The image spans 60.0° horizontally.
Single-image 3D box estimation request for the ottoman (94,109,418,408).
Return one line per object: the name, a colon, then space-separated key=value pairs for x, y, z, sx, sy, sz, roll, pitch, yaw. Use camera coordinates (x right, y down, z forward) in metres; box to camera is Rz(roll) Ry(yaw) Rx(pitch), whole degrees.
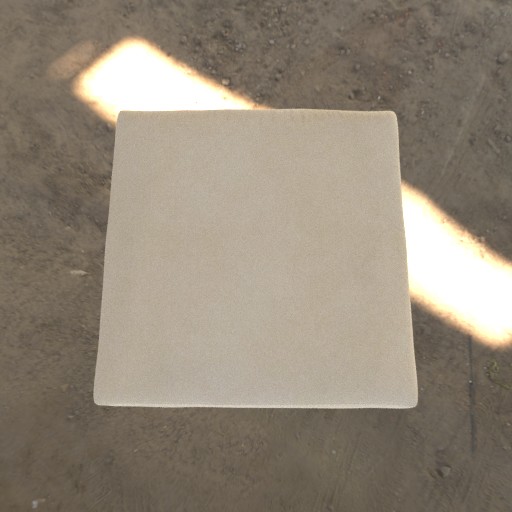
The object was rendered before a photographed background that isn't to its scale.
ottoman: x=0.000 y=0.000 z=1.870 sx=1.190 sy=0.522 sz=1.205 roll=0 pitch=76 yaw=0
